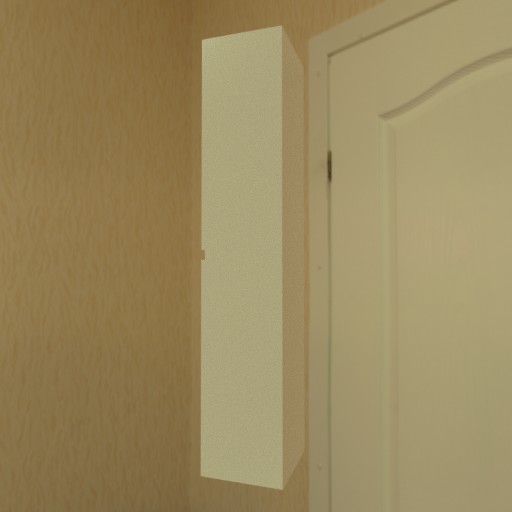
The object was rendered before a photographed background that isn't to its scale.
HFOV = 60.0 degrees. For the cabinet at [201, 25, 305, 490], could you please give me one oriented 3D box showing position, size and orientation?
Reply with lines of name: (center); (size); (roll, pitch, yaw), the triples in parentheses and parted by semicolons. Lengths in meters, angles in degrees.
cabinet: (0.000, 0.000, 1.521); (0.269, 1.400, 0.300); (-1, -2, 19)
